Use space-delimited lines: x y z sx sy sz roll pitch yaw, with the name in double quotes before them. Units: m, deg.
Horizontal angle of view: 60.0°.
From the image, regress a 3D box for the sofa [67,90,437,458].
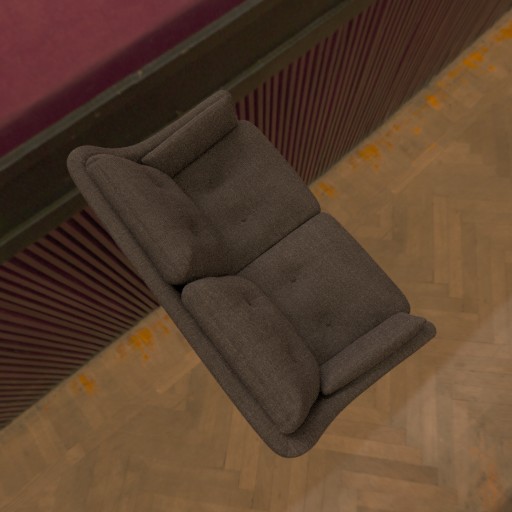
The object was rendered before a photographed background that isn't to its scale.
"sofa" 0.000 0.000 2.218 0.976 0.887 1.646 -37 78 -9
